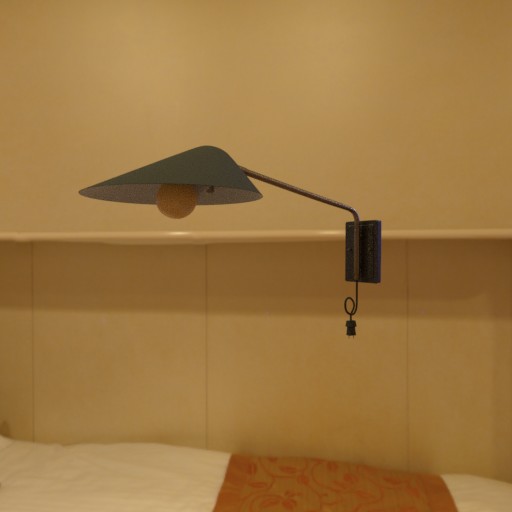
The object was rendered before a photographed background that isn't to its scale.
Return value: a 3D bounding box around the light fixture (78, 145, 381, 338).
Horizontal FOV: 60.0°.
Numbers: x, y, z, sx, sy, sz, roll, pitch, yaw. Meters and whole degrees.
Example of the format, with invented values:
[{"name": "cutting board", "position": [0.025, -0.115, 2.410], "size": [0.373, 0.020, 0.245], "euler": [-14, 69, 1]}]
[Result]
[{"name": "light fixture", "position": [0.000, 0.000, 0.682], "size": [0.516, 0.312, 0.240], "euler": [-1, 1, -37]}]
